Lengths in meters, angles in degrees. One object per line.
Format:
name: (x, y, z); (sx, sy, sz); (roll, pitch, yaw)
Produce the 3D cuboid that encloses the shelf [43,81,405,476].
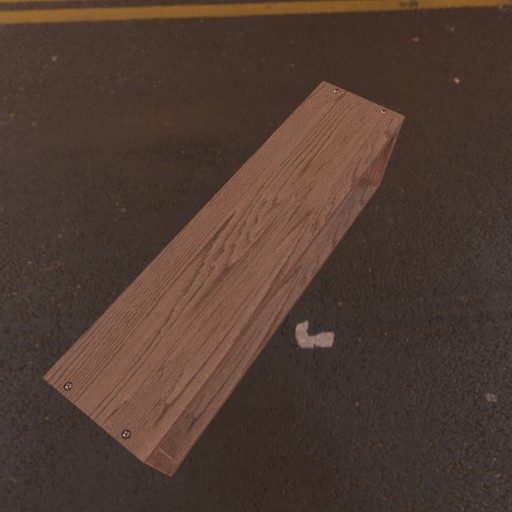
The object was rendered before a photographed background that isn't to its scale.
shelf: (0.000, 0.000, 0.669); (0.150, 0.170, 0.610); (31, 64, 17)
